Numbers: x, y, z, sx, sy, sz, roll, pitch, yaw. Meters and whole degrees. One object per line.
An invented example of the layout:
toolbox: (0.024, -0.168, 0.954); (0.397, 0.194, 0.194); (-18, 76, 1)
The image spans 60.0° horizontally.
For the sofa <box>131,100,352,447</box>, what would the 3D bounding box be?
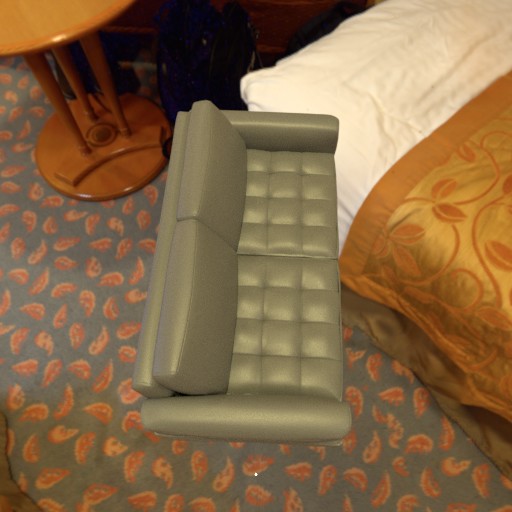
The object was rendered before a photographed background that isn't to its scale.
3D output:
sofa: (0.000, 0.000, 2.807); (1.121, 0.930, 2.177); (3, 64, 1)
